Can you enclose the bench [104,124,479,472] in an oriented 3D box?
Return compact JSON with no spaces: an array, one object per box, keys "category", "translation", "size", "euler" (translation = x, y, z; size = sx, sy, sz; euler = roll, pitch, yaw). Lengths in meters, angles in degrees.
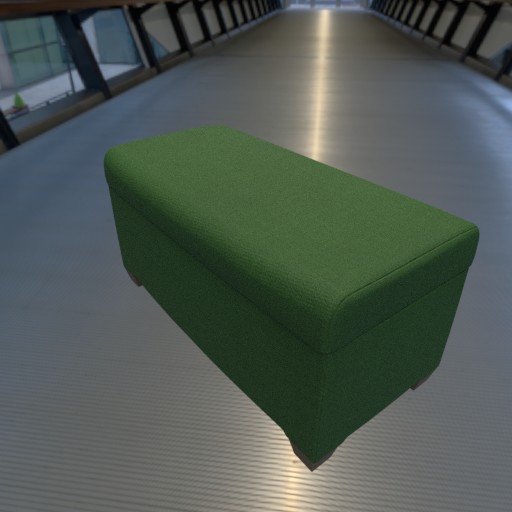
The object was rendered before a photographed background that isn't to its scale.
[{"category":"bench","translation":[0.000,0.000,1.263],"size":[0.505,0.501,0.989],"euler":[-22,38,-31]}]
